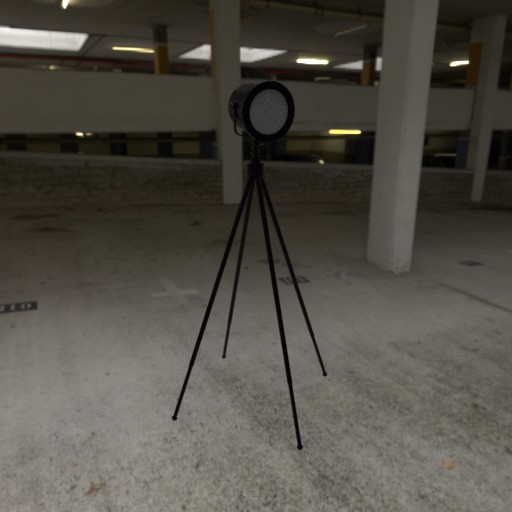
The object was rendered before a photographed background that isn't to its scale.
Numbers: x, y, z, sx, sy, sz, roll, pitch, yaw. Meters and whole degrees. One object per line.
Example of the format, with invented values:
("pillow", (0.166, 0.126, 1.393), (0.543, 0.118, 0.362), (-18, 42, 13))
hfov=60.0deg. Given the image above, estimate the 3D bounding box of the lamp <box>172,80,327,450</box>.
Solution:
("lamp", (0.000, 0.000, 2.054), (0.879, 1.504, 0.884), (-8, 18, -25))
